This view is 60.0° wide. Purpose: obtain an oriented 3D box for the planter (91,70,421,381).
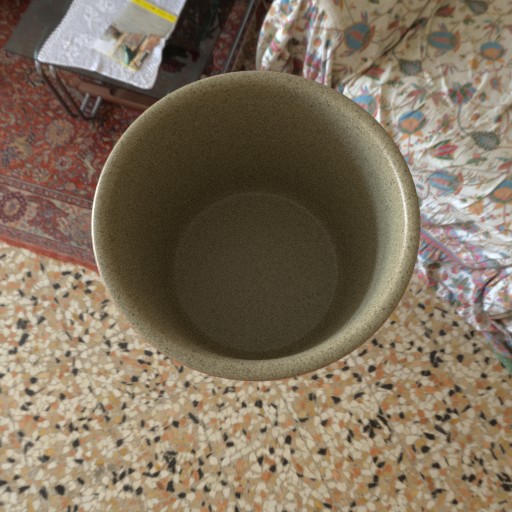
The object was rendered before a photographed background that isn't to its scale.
[{"bbox_3d":[0.000,0.000,0.352,0.191,0.200,0.191,0,75,0],"label":"planter"}]
